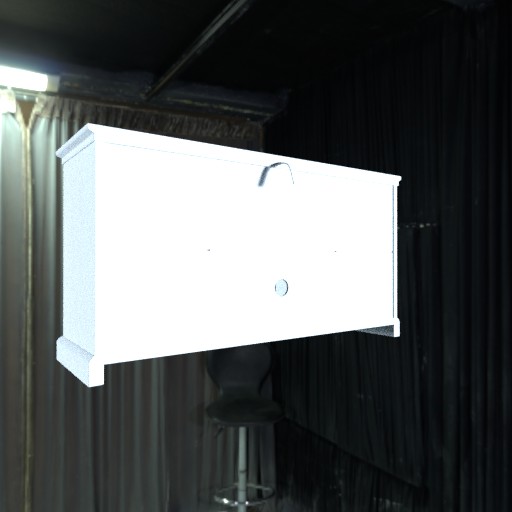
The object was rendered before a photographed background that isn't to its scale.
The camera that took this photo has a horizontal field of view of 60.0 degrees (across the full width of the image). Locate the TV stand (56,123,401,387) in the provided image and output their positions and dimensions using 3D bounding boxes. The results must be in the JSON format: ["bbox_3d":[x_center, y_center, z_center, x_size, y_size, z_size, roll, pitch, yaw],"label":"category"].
[{"bbox_3d":[0.000,0.000,1.507,1.187,0.624,0.424,0,0,-36],"label":"TV stand"}]
